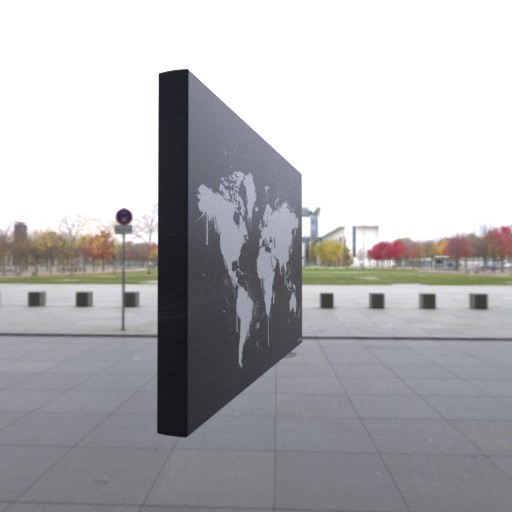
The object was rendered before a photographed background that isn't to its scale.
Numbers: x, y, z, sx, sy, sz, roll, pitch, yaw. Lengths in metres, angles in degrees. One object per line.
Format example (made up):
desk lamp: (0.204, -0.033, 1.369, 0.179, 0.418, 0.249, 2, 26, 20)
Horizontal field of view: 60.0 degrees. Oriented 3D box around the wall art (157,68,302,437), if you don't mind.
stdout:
wall art: (0.000, 0.000, 0.783, 0.038, 0.409, 0.610, 0, -1, 18)
